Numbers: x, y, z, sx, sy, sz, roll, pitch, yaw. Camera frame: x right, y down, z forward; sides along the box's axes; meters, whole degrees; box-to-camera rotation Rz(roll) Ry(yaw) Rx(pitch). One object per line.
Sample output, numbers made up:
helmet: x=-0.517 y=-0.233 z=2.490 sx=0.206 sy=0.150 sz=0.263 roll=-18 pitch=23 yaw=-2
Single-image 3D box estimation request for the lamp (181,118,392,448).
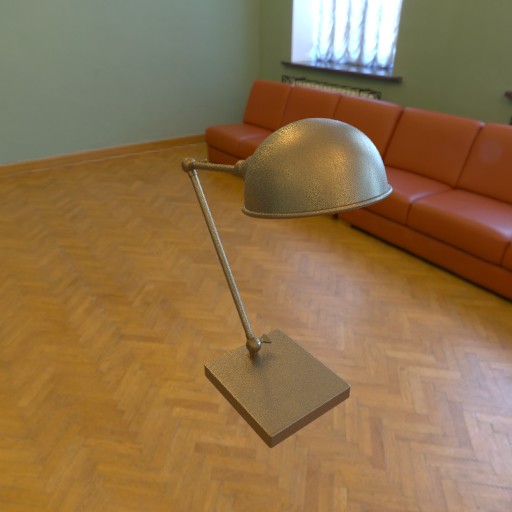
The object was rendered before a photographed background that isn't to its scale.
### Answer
lamp: x=0.000 y=0.000 z=0.563 sx=0.149 sy=0.371 sz=0.339 roll=-20 pitch=35 yaw=-31
